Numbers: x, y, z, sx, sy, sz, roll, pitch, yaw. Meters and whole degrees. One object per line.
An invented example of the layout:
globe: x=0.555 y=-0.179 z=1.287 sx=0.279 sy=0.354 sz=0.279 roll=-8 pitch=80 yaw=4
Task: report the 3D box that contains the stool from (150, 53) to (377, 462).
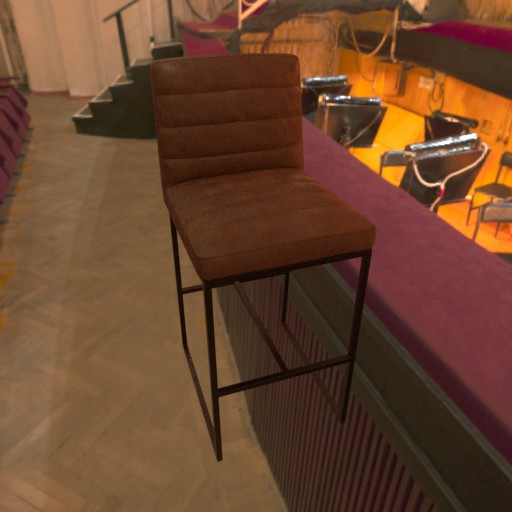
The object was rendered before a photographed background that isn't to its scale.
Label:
stool: x=0.000 y=0.000 z=1.344 sx=0.463 sy=1.065 sz=0.562 roll=-10 pitch=33 yaw=-16
